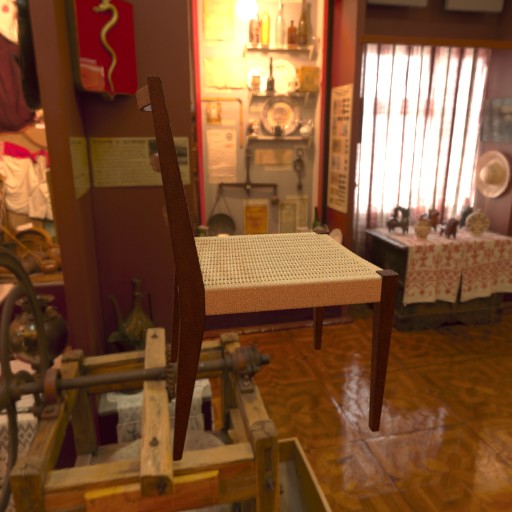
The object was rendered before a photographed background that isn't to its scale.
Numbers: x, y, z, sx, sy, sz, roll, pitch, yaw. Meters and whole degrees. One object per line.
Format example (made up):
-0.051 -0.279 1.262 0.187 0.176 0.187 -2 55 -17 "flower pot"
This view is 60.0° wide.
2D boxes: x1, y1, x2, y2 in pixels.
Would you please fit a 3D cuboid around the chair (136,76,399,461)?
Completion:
0.000 0.000 1.156 0.551 0.813 0.480 -3 16 -11 "chair"
